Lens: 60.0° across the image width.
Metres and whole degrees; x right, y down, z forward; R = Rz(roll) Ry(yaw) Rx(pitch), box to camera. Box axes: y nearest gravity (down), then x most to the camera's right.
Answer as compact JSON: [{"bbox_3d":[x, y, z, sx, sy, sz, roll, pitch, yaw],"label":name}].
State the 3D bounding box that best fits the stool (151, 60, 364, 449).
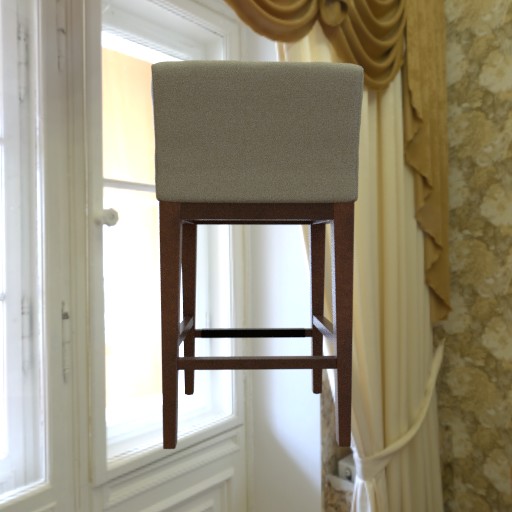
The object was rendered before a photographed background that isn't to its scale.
[{"bbox_3d":[0.000,0.000,1.274,0.511,0.937,0.500,0,1,-2],"label":"stool"}]
